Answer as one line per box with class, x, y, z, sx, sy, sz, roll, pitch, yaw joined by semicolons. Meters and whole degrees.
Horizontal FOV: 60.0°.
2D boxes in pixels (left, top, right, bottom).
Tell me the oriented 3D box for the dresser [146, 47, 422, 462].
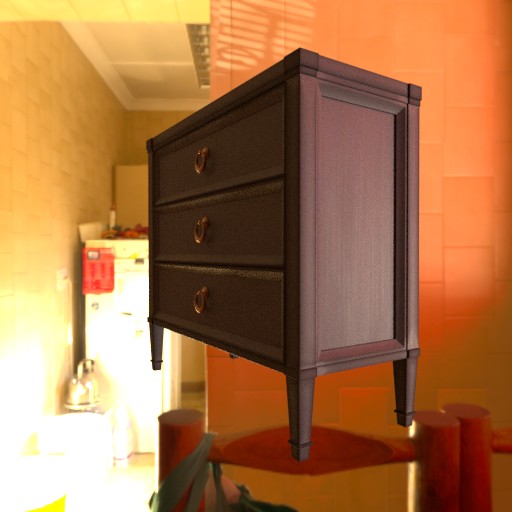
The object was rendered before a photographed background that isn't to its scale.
dresser;0.000;0.000;1.600;0.463;0.986;1.049;0;1;-33
